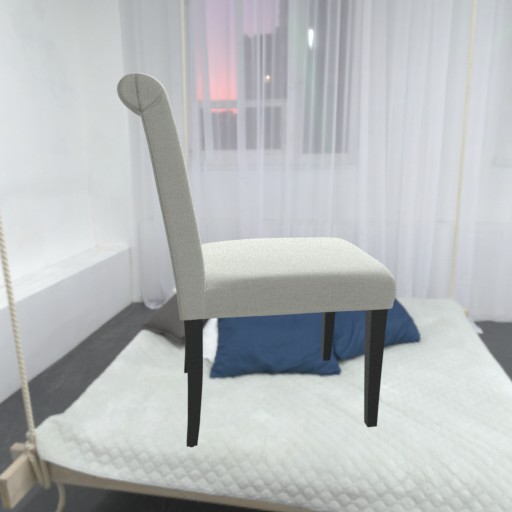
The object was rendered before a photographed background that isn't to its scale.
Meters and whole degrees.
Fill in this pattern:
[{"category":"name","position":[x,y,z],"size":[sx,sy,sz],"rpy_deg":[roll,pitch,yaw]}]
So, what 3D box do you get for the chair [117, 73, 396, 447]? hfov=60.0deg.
[{"category":"chair","position":[0.000,0.000,1.354],"size":[0.708,0.976,0.452],"rpy_deg":[-3,15,-10]}]
